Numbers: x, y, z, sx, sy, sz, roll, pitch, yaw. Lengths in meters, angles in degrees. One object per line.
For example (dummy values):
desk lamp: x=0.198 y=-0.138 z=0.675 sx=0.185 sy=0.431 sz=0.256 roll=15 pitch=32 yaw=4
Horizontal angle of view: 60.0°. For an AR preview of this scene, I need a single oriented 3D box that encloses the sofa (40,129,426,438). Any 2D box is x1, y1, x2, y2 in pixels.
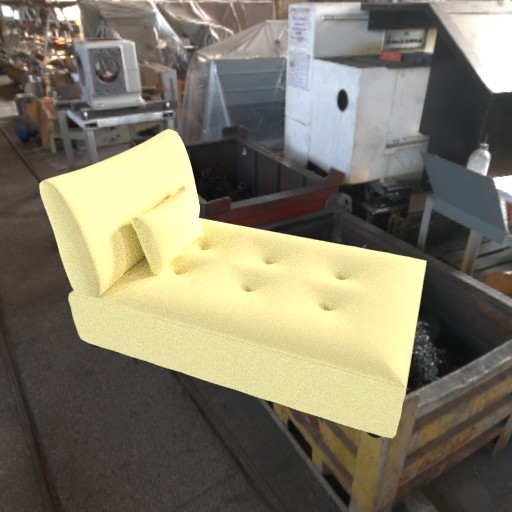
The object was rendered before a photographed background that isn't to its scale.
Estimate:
sofa: x=0.000 y=0.000 z=1.999 sx=1.450 sy=0.820 sz=0.930 roll=12 pitch=32 yaw=19
